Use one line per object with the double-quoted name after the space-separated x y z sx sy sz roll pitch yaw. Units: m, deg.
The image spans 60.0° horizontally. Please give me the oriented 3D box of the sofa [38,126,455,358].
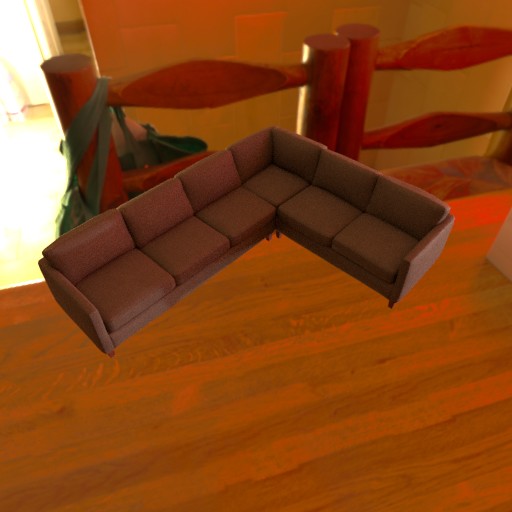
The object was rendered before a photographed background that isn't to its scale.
0.000 0.000 4.478 2.593 0.947 3.302 34 54 29 "sofa"
